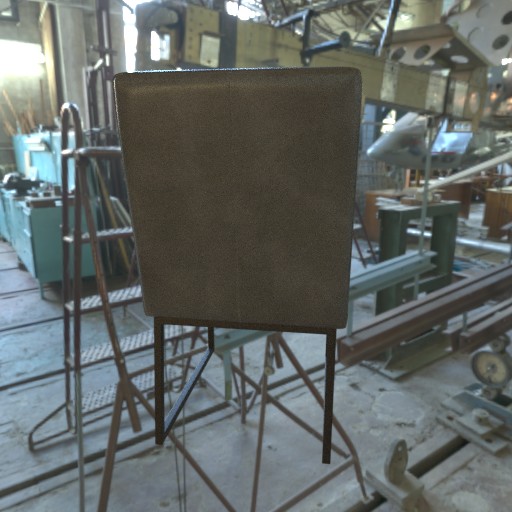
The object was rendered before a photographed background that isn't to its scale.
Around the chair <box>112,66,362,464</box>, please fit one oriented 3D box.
[{"bbox_3d":[0.000,0.000,1.274,0.520,0.930,0.634,2,15,9],"label":"chair"}]
